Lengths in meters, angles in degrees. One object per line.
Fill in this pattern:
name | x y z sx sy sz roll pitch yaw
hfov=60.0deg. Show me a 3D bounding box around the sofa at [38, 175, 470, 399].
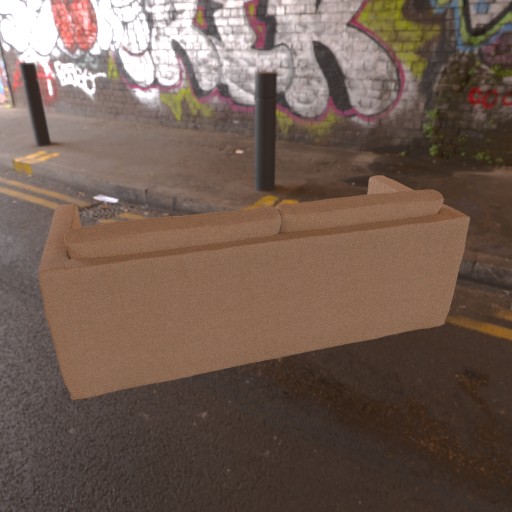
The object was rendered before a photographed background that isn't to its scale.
sofa | 0.000 0.000 2.717 2.296 0.847 0.956 -8 27 -16
